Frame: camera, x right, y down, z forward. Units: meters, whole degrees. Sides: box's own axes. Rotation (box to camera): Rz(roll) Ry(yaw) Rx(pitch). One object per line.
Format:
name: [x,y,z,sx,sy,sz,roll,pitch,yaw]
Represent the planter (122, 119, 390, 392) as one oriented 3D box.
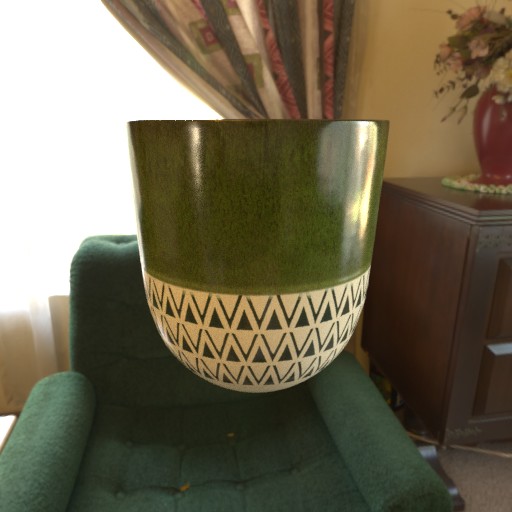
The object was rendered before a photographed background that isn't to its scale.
planter: [0.000,0.000,0.460,0.245,0.270,0.245,0,17,0]
